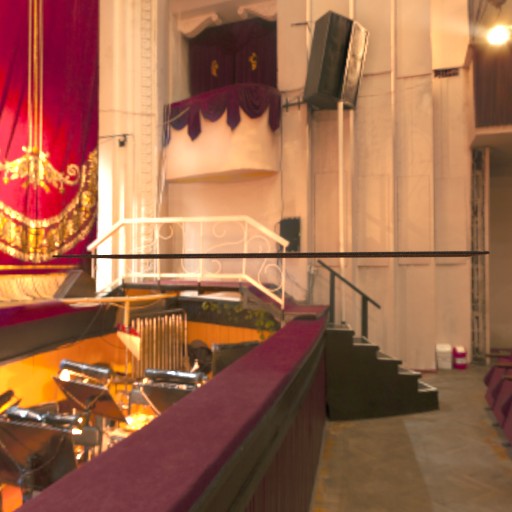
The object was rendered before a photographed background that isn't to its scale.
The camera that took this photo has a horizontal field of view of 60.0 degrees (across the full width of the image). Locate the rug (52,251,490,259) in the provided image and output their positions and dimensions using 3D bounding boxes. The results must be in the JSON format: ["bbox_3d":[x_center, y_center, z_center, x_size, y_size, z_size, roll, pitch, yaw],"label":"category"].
[{"bbox_3d":[0.000,0.000,2.516,2.276,0.014,0.678,0,-1,19],"label":"rug"}]
